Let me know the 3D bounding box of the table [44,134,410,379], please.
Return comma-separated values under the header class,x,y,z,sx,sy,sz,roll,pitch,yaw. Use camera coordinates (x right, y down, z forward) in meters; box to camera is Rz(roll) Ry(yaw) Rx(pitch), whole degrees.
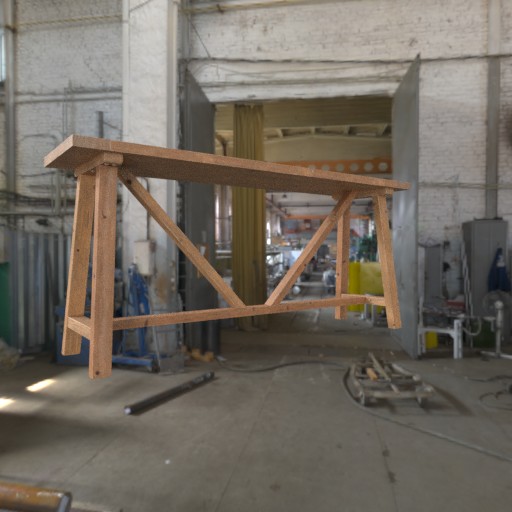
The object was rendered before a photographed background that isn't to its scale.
class,x,y,z,sx,sy,sz,roll,pitch,yaw
table,0.000,0.000,2.155,1.800,0.810,0.465,-1,1,-36
